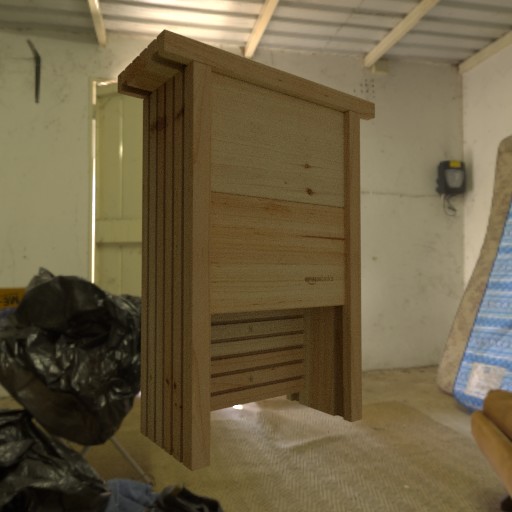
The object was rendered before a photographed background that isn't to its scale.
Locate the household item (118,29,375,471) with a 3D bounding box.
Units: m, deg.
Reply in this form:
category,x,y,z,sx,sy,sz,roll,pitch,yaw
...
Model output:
category,x,y,z,sx,sy,sz,roll,pitch,yaw
household item,0.000,0.000,0.537,0.301,0.407,0.123,1,-2,-37
